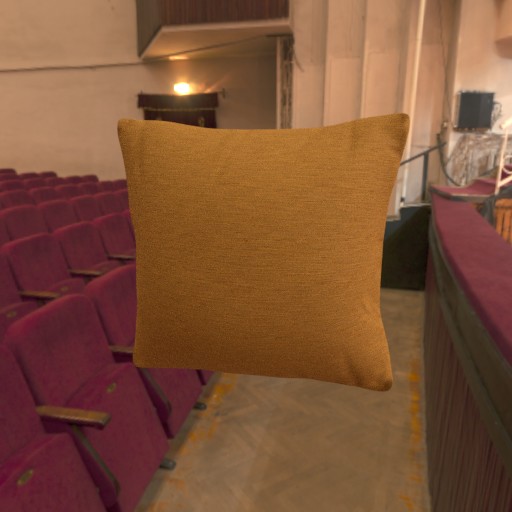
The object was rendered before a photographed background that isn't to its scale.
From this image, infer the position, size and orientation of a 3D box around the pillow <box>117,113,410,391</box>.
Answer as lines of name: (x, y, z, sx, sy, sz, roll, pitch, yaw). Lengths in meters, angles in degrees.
pillow: (0.000, 0.000, 0.689, 0.435, 0.417, 0.247, 2, 13, 11)
